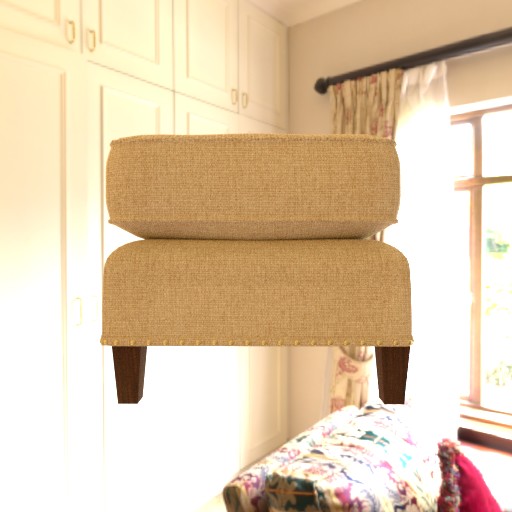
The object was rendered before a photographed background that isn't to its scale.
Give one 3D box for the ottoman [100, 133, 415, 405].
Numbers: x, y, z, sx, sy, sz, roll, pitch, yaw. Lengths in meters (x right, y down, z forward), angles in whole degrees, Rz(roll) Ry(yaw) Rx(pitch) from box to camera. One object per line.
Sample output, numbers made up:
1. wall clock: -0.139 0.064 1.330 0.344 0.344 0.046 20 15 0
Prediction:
1. ottoman: 0.000 0.000 1.160 0.589 0.537 0.738 0 1 0
